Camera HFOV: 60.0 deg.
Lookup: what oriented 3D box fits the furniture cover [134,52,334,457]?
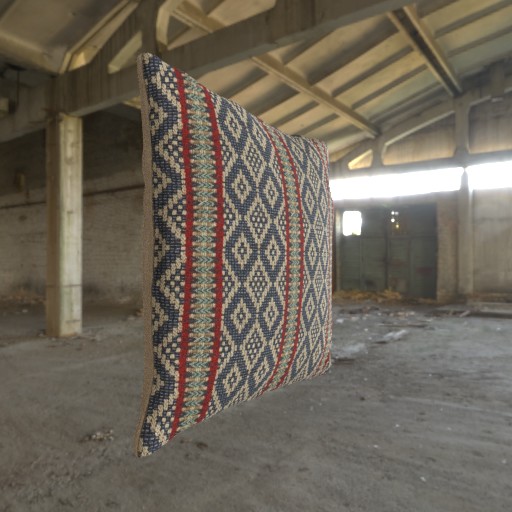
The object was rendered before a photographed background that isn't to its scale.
[{"bbox_3d":[0.000,0.000,0.643,0.139,0.431,0.431,-1,-1,35],"label":"furniture cover"}]
